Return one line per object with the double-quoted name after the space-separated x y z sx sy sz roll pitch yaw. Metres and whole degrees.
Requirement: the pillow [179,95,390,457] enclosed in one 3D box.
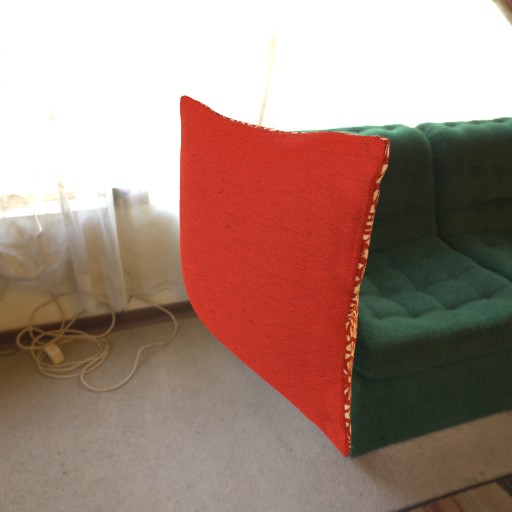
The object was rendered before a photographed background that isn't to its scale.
0.000 0.000 0.662 0.162 0.419 0.438 -17 31 -31 "pillow"
